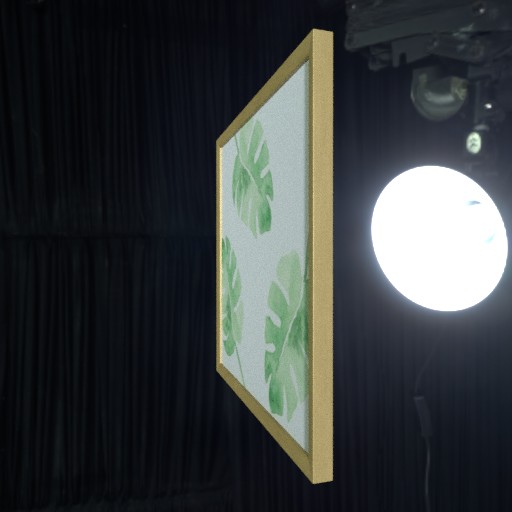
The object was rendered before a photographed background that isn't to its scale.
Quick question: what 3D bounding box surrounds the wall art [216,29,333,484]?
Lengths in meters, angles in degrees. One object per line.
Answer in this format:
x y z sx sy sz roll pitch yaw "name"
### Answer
0.000 0.000 1.111 0.037 0.763 0.763 0 0 -17 "wall art"
